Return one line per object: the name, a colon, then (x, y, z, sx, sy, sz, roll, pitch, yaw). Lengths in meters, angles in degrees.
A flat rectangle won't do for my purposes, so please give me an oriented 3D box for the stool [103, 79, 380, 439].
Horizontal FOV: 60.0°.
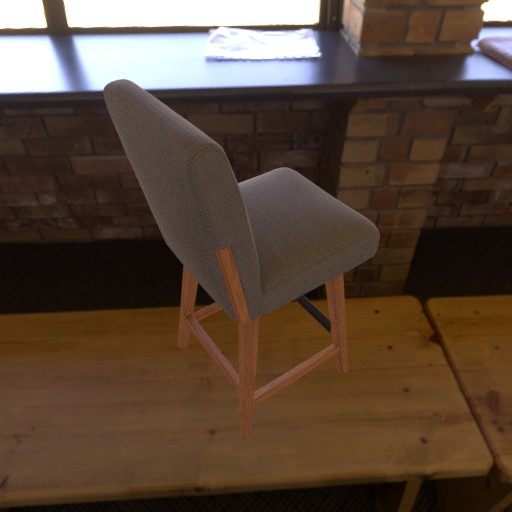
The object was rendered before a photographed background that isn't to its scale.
stool: (0.000, 0.000, 1.306, 0.570, 1.019, 0.459, -24, 46, -26)
